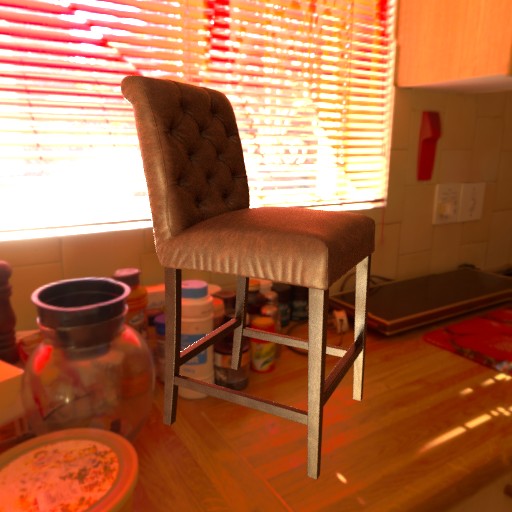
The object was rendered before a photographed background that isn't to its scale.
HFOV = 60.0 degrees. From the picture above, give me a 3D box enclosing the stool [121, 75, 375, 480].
[{"bbox_3d":[0.000,0.000,1.422,0.660,1.084,0.486,7,15,27],"label":"stool"}]
